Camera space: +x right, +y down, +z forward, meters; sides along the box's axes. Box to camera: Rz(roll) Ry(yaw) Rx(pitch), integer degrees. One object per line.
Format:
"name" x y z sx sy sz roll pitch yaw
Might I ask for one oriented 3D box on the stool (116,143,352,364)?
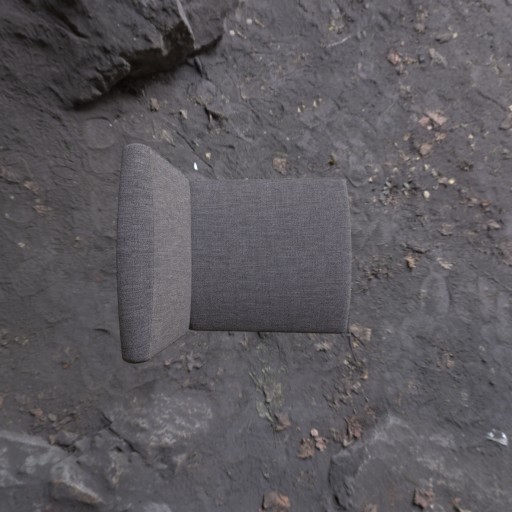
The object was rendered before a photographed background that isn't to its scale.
"stool" 0.000 0.000 1.417 0.552 1.138 0.451 0 89 -1
